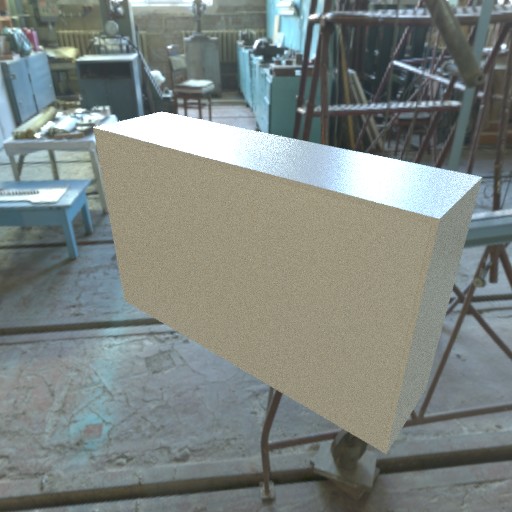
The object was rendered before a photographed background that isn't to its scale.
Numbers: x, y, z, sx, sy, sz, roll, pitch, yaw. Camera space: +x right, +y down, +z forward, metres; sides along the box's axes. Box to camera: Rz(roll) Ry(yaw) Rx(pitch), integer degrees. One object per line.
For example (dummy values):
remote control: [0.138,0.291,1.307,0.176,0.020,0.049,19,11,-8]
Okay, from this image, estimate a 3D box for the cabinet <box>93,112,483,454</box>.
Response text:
cabinet: [0.000,0.000,1.827,1.450,0.900,0.380,22,36,33]
